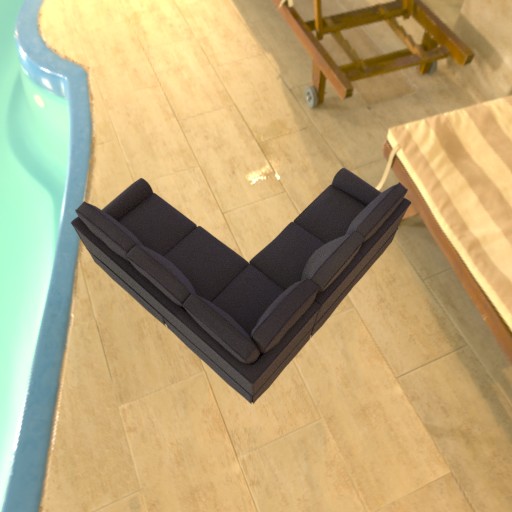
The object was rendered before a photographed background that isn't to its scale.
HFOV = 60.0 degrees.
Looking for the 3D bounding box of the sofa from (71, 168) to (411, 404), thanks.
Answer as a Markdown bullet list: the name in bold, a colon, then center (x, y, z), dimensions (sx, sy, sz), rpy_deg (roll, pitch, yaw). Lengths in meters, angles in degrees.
- **sofa**: center (0.000, 0.000, 5.020), dimensions (3.773, 1.169, 2.874), rpy_deg (-15, 61, -9)
